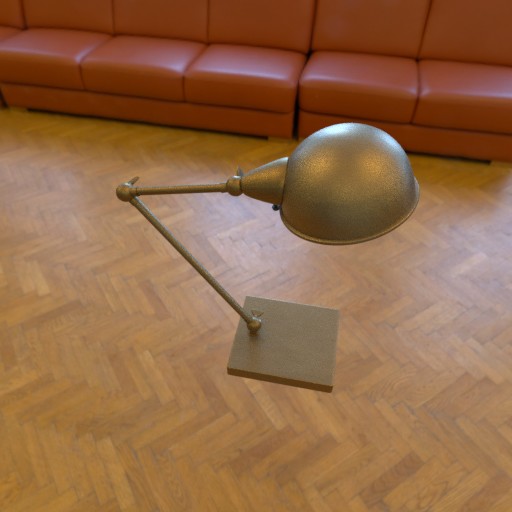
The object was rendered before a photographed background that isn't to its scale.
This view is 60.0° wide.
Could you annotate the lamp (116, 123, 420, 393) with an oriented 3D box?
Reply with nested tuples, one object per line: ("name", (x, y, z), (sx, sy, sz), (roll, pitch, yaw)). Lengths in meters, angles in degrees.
("lamp", (0.000, 0.000, 0.565), (0.339, 0.371, 0.149), (8, 46, 8))
